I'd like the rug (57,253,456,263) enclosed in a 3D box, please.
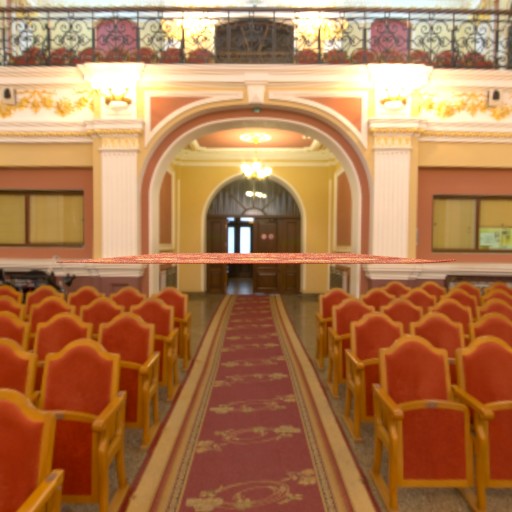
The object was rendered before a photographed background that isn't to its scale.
[{"bbox_3d":[0.000,0.000,4.283,2.489,0.030,3.086,0,1,0],"label":"rug"}]
